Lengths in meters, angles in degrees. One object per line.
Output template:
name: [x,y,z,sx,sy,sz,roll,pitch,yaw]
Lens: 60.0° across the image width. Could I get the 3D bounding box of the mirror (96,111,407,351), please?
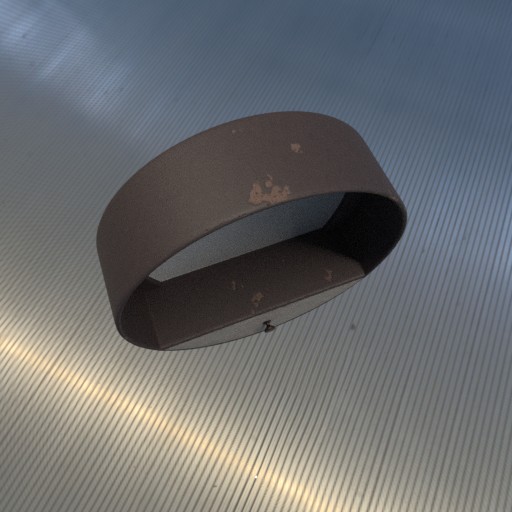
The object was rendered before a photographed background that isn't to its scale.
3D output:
mirror: [0.000,0.000,0.591,0.386,0.386,0.126,-19,65,-9]
